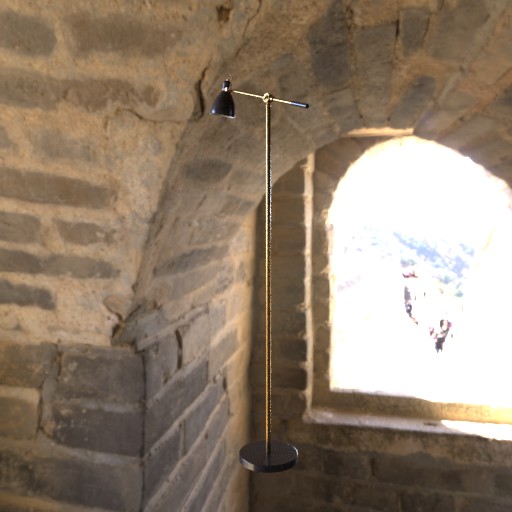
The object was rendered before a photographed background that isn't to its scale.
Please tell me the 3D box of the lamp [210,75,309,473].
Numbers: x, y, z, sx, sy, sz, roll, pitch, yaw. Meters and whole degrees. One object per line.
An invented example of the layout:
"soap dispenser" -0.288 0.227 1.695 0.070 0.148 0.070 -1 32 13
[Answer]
"lamp" 0.000 0.000 1.846 0.235 1.628 0.618 0 0 -37
